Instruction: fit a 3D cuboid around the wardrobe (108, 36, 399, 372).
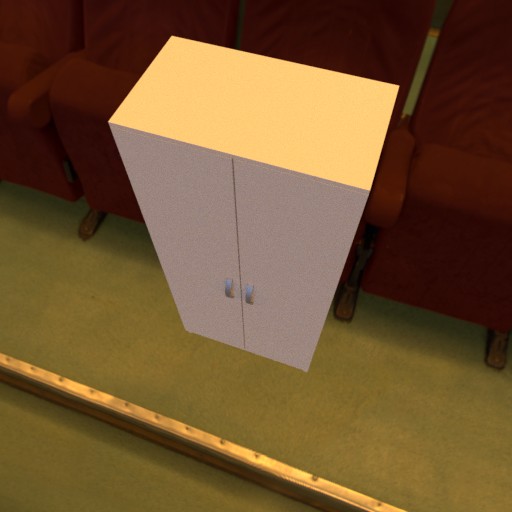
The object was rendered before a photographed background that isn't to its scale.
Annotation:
[{"bbox_3d":[0.000,0.000,2.029,0.760,1.700,0.470,17,61,10],"label":"wardrobe"}]
